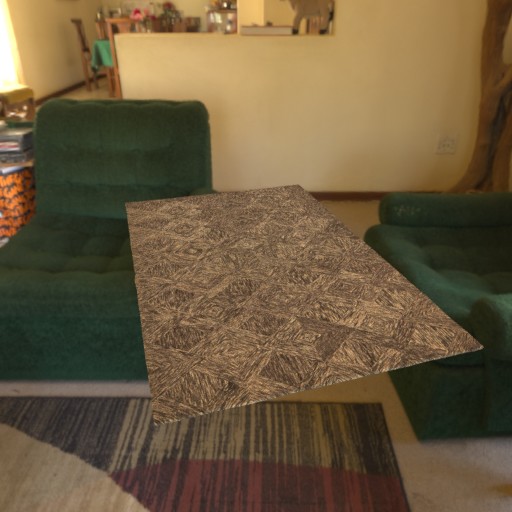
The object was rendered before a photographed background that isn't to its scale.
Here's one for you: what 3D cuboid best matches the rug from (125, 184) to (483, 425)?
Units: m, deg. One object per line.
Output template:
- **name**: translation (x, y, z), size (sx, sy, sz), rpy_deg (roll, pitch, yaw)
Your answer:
- **rug**: translation (0.000, 0.000, 2.216), size (1.189, 0.011, 1.808), rpy_deg (-8, 30, -15)
